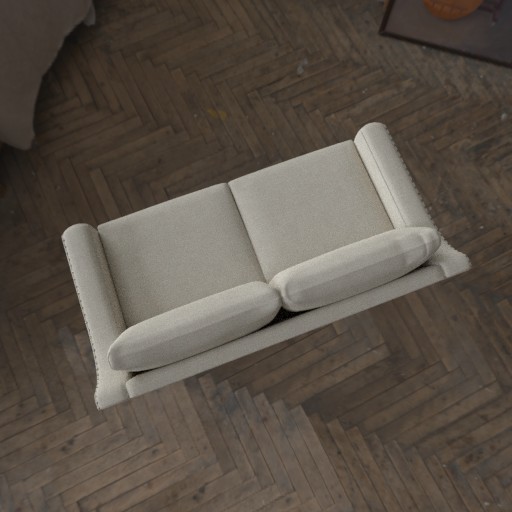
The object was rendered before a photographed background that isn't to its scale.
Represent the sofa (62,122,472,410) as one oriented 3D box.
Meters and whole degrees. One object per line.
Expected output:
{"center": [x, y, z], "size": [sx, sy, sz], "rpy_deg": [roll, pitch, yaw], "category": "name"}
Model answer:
{"center": [0.000, 0.000, 2.750], "size": [2.107, 0.983, 1.104], "rpy_deg": [-20, 77, -5], "category": "sofa"}
